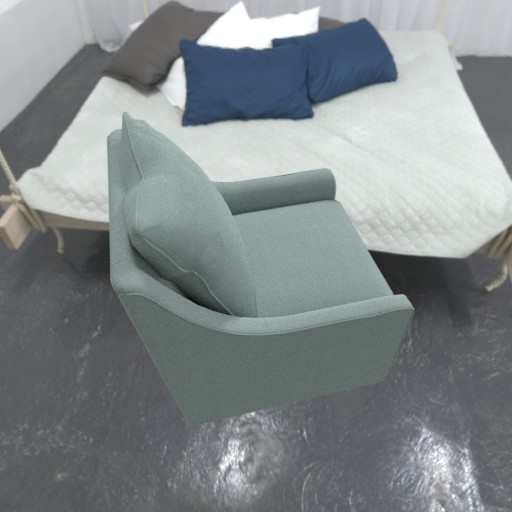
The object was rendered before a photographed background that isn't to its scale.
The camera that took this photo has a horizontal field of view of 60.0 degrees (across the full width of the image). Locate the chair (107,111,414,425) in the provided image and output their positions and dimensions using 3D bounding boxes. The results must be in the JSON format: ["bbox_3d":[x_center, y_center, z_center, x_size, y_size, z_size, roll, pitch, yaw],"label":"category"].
[{"bbox_3d":[0.000,0.000,1.597,0.870,0.926,0.760,-10,47,-9],"label":"chair"}]
